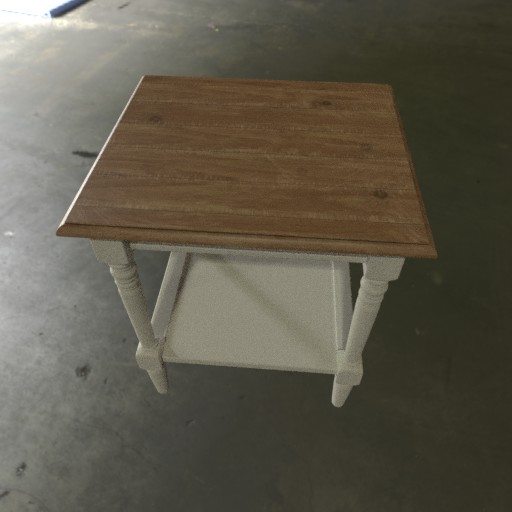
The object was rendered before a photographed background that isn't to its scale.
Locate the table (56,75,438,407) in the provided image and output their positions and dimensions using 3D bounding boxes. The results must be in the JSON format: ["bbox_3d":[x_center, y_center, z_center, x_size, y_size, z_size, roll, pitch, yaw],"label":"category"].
[{"bbox_3d":[0.000,0.000,0.937,0.508,0.561,0.457,3,47,3],"label":"table"}]
